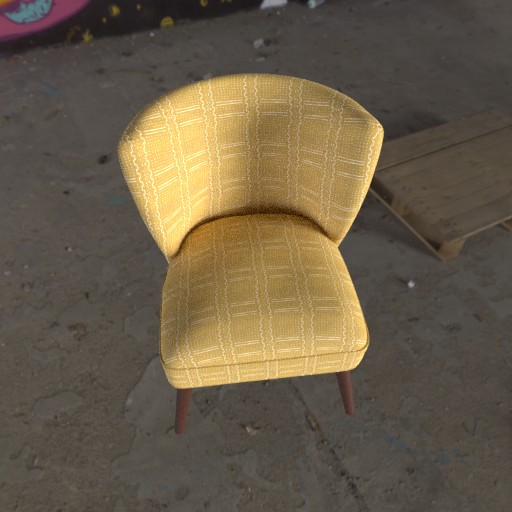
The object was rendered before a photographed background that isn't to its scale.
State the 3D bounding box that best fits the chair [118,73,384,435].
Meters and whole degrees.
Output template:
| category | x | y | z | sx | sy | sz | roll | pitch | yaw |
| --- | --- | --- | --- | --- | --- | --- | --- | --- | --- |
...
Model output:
| category | x | y | z | sx | sy | sz | roll | pitch | yaw |
| --- | --- | --- | --- | --- | --- | --- | --- | --- | --- |
| chair | 0.000 | 0.000 | 1.422 | 0.706 | 0.866 | 0.758 | -5 | 48 | -4 |
